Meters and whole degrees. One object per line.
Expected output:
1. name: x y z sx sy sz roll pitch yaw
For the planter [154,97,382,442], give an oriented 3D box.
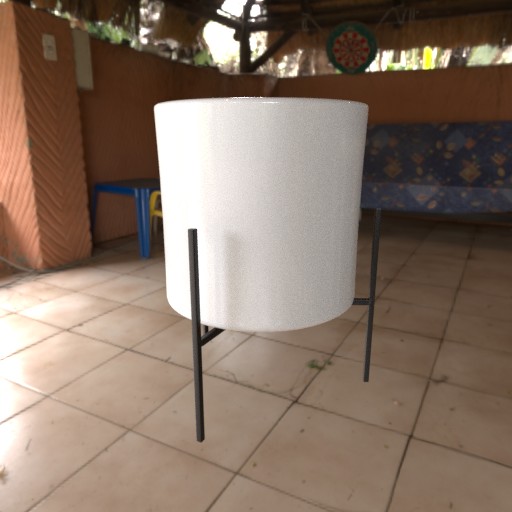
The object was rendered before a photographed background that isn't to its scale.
1. planter: 0.000 0.000 0.742 0.360 0.480 0.361 8 17 27
